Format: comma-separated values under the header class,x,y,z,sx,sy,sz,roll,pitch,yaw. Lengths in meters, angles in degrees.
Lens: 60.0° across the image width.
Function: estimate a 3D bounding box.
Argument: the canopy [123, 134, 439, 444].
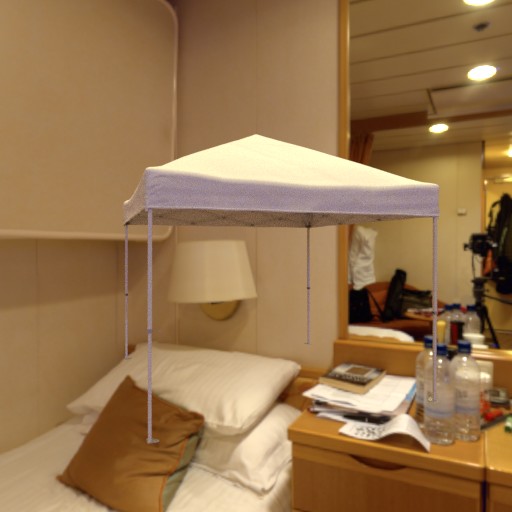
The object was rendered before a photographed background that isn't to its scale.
class,x,y,z,sx,sy,sz,roll,pitch,yaw
canopy,0.000,0.000,5.497,2.996,2.997,2.998,0,1,-20
